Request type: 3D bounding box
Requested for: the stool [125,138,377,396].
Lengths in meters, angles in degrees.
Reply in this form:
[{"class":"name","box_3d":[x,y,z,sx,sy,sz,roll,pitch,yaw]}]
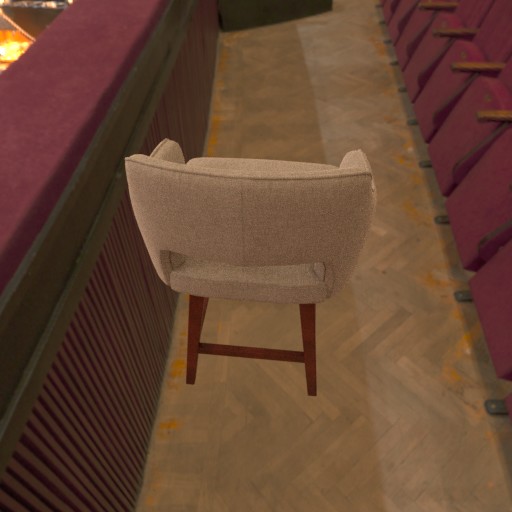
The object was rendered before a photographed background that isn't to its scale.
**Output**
[{"class":"stool","box_3d":[0.000,0.000,1.310,0.599,0.944,0.558,4,46,4]}]
